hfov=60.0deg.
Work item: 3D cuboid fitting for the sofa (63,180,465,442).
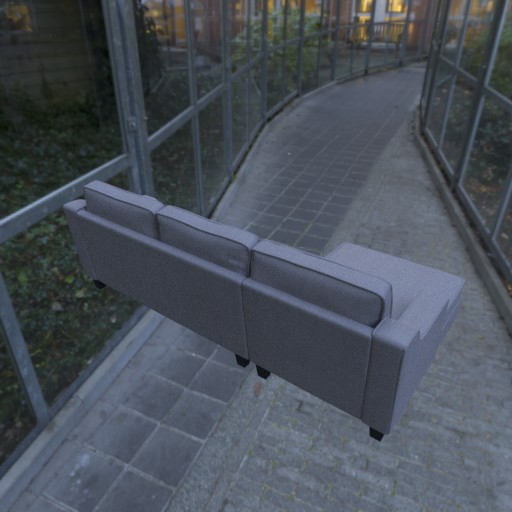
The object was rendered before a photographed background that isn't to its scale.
[{"bbox_3d":[0.000,0.000,3.135,2.561,0.928,1.294,20,36,31],"label":"sofa"}]
